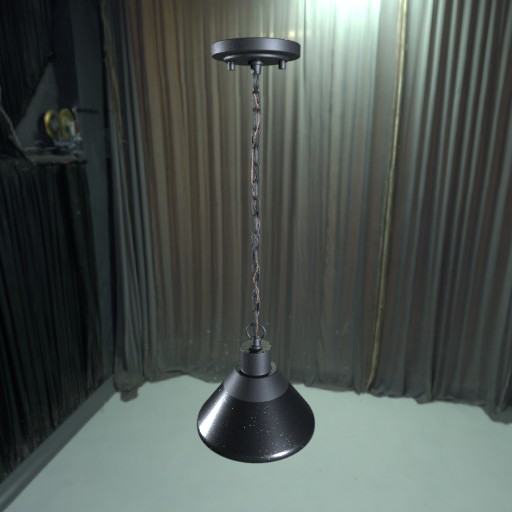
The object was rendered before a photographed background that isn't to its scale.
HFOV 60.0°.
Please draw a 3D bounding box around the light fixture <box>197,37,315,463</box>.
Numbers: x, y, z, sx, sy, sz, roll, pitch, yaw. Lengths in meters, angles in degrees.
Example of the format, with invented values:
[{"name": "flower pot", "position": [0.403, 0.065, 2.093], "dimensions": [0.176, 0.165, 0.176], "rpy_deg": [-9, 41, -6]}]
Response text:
[{"name": "light fixture", "position": [0.000, 0.000, 0.678], "dimensions": [0.201, 0.588, 0.201], "rpy_deg": [2, 16, 8]}]
